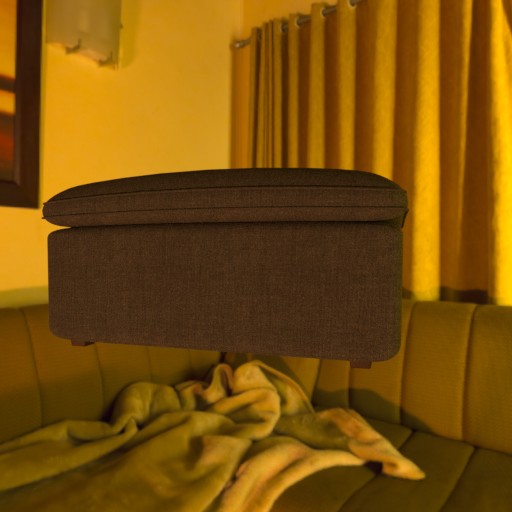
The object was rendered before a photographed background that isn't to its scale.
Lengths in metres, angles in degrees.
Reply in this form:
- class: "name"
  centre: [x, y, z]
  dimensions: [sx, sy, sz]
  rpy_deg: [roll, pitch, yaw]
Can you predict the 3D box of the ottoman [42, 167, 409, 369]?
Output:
- class: "ottoman"
  centre: [0.000, 0.000, 1.668]
  dimensions: [1.067, 0.559, 1.067]
  rpy_deg: [0, 1, 17]
